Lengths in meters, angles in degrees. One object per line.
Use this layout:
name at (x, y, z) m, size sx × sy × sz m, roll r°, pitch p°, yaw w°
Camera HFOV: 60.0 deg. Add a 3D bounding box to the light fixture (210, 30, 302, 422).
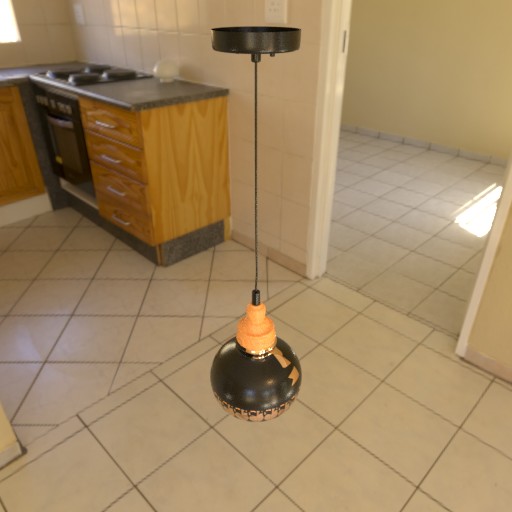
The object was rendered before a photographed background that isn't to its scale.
light fixture at (0.000, 0.000, 1.760) m, size 0.430 × 1.606 × 0.430 m, roll 20°, pitch 36°, yaw 30°
